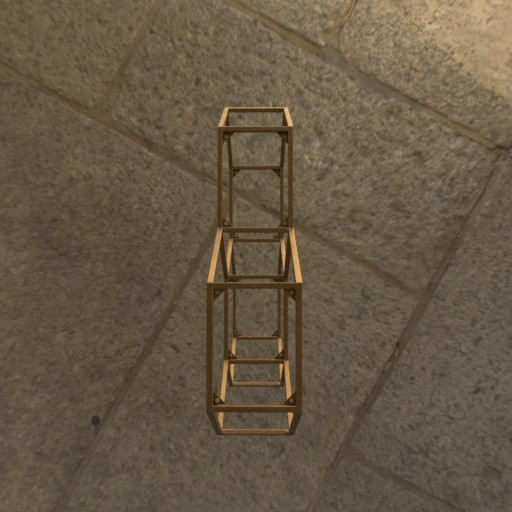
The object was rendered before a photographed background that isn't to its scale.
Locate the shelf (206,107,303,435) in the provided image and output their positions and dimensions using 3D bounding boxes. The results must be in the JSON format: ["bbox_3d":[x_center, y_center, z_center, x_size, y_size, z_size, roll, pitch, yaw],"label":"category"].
[{"bbox_3d":[0.000,0.000,1.047,0.150,0.701,0.708,0,89,0],"label":"shelf"}]
